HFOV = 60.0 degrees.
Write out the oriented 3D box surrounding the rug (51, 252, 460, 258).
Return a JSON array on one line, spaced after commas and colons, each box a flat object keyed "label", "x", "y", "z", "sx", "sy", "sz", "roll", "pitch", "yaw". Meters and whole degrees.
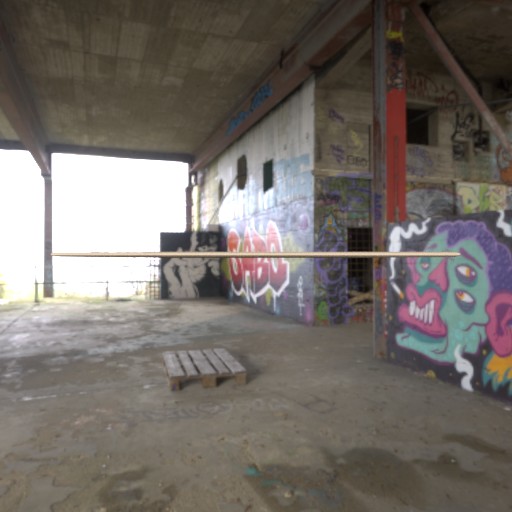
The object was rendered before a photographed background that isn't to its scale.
[{"label": "rug", "x": 0.000, "y": 0.000, "z": 2.664, "sx": 1.525, "sy": 0.020, "sz": 2.081, "roll": 0, "pitch": 0, "yaw": 0}]
